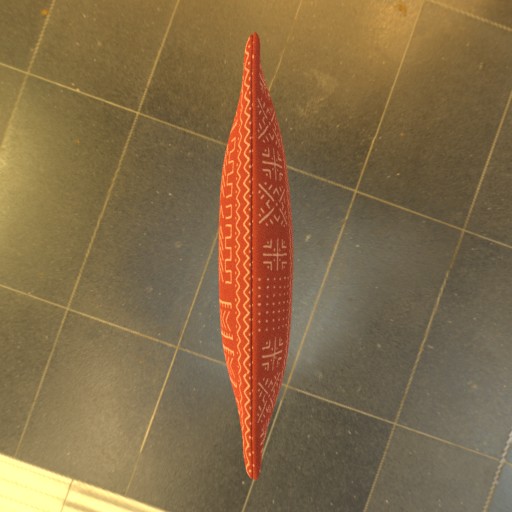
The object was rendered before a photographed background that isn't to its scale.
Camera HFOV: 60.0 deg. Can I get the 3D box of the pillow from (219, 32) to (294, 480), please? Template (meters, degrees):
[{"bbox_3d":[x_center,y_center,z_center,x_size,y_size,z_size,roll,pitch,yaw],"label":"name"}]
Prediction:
[{"bbox_3d":[0.000,0.000,0.791,0.130,0.352,0.640,0,90,-1],"label":"pillow"}]
